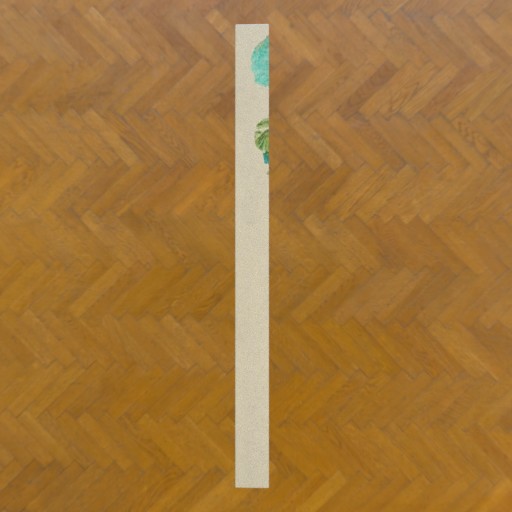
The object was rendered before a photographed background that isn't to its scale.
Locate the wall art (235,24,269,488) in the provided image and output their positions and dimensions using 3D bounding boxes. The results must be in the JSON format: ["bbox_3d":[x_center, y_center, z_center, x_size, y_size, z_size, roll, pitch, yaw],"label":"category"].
[{"bbox_3d":[0.000,0.000,0.702,0.041,0.435,0.507,0,90,2],"label":"wall art"}]
